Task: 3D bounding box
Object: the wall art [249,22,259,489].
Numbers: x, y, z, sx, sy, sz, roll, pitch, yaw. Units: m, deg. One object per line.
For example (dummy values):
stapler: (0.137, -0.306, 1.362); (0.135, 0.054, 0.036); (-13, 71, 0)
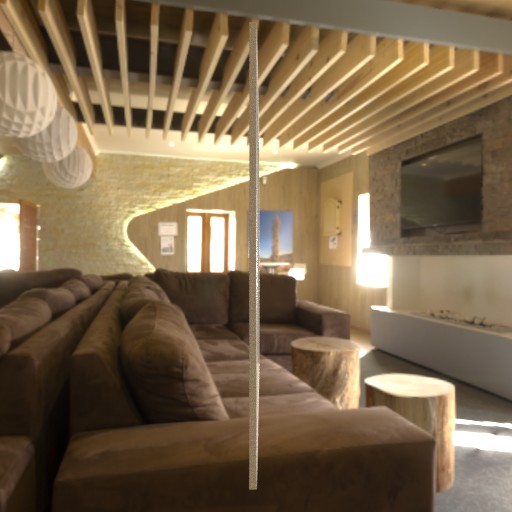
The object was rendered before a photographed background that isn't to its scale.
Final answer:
wall art: (0.000, 0.000, 0.809); (0.009, 0.559, 0.558); (0, 0, 1)
